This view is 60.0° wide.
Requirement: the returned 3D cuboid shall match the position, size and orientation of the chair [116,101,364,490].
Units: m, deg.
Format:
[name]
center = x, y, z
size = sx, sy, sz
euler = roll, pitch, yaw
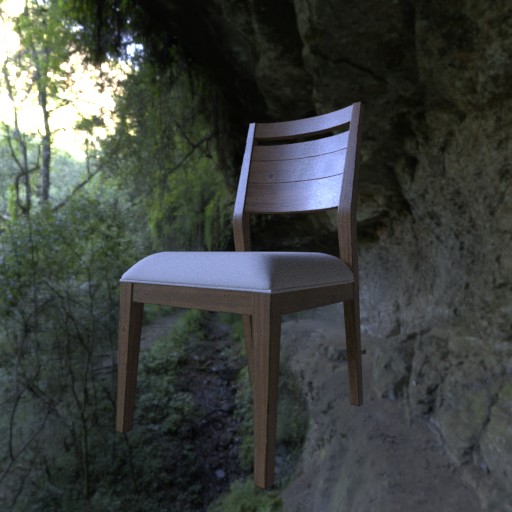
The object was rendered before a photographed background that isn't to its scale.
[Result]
[chair]
center = 0.000, 0.000, 1.285
size = 0.497, 0.939, 0.610
euler = 1, 2, 36
